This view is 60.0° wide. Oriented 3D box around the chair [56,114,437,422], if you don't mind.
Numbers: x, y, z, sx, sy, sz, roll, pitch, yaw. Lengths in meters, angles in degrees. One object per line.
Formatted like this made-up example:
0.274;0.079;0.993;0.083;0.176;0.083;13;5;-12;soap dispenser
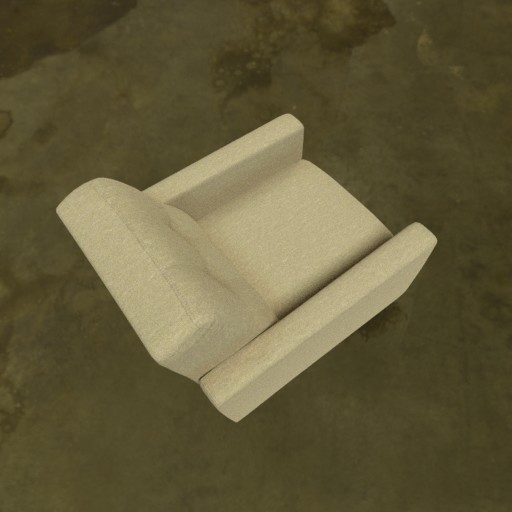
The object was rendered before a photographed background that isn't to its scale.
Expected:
0.000;0.000;1.818;1.128;0.965;0.897;-33;64;-19;chair
